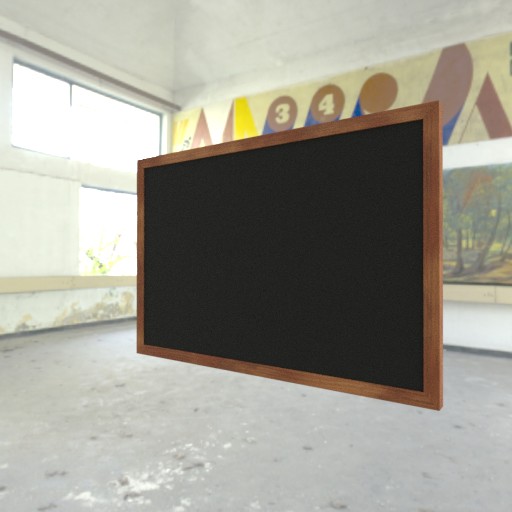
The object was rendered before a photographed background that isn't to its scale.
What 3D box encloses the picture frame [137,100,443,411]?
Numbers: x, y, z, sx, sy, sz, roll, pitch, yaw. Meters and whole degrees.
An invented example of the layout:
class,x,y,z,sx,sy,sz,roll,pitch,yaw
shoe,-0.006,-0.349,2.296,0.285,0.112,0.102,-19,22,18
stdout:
class,x,y,z,sx,sy,sz,roll,pitch,yaw
picture frame,0.000,0.000,1.202,0.950,0.640,0.029,0,0,36
